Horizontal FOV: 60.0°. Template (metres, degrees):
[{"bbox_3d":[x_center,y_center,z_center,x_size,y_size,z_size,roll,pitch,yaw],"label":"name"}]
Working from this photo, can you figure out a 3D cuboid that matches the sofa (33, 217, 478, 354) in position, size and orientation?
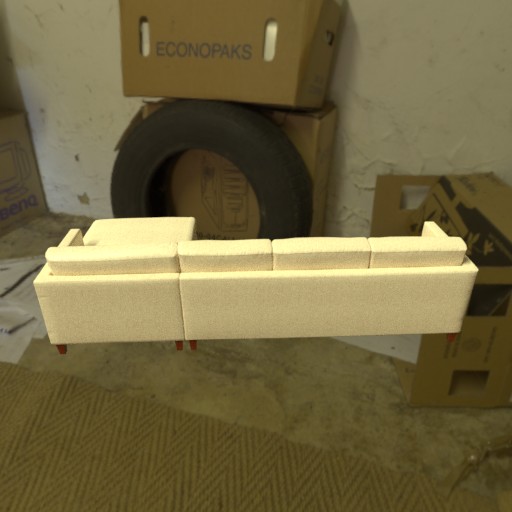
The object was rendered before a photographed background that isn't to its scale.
[{"bbox_3d":[0.000,0.000,4.217,3.471,0.954,1.603,-1,30,-2],"label":"sofa"}]
